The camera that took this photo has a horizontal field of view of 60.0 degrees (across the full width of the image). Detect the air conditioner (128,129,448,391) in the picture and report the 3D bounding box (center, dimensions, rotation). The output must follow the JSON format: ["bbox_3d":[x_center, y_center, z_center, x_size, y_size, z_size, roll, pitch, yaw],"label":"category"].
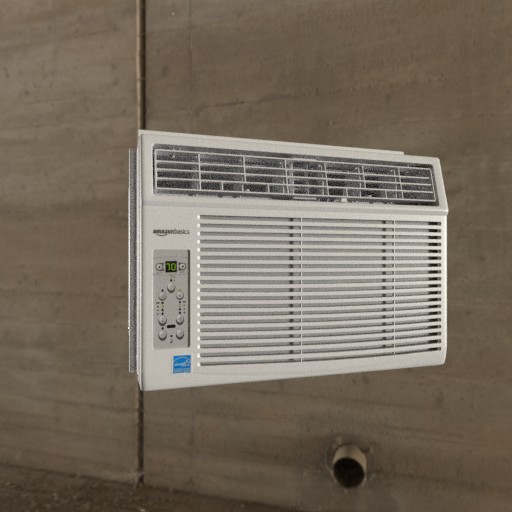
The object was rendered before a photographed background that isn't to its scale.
[{"bbox_3d":[0.000,0.000,0.899,0.503,0.388,0.546,0,0,-18],"label":"air conditioner"}]
